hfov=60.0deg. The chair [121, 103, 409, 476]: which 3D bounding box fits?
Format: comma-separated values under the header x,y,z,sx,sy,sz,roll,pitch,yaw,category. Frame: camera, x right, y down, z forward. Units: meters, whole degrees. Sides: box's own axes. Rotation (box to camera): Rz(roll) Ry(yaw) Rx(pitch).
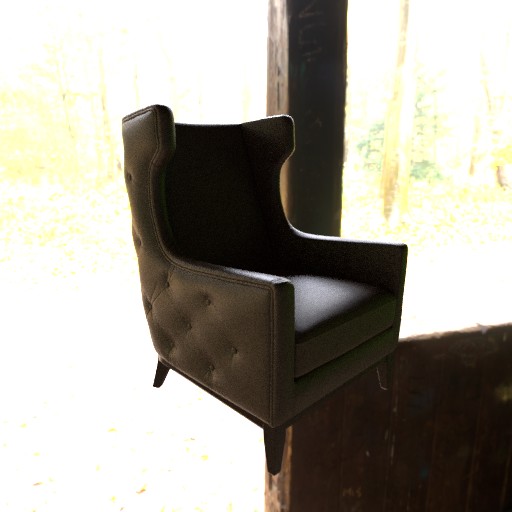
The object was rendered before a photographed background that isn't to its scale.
x,y,z,sx,sy,sz,roll,pitch,yaw,category
0.000,0.000,1.690,0.899,1.079,0.769,12,18,43,chair
